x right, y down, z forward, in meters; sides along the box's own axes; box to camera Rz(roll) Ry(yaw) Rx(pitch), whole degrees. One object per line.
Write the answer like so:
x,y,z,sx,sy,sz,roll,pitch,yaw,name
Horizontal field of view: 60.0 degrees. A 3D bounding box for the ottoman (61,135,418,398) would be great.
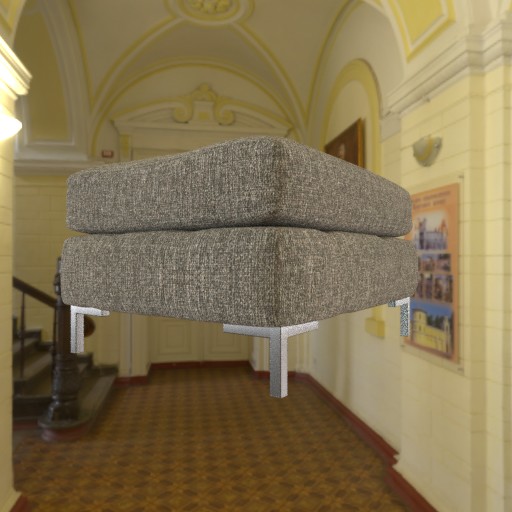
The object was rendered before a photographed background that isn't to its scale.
0.000,0.000,1.218,0.683,0.480,0.828,0,0,36,ottoman
